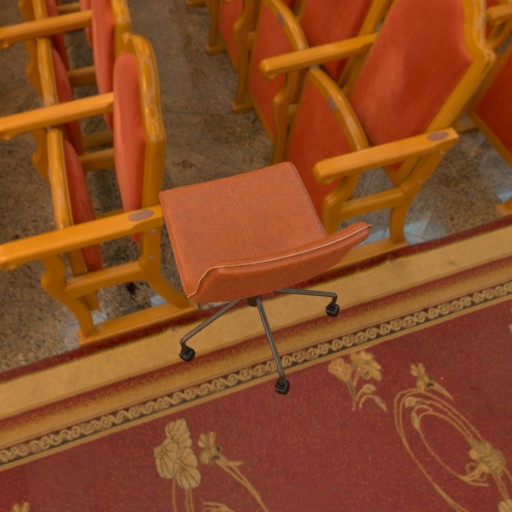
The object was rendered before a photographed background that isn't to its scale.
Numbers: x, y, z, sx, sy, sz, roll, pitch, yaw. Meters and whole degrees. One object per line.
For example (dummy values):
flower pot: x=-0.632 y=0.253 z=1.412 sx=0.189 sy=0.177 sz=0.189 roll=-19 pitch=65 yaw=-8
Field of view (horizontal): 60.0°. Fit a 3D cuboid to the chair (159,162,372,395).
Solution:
chair: x=0.000 y=0.000 z=1.382 sx=0.651 sy=0.920 sz=0.660 roll=-15 pitch=59 yaw=-9
